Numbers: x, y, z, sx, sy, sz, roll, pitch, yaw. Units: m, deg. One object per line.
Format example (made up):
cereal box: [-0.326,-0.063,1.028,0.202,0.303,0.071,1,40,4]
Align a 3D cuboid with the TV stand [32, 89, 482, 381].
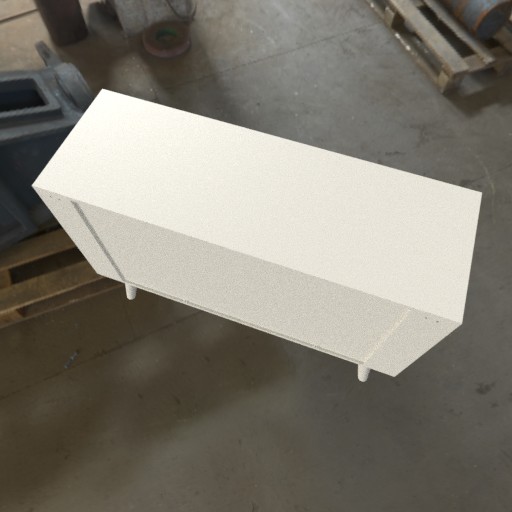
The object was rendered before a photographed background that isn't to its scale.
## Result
TV stand: [0.000,0.000,1.600,1.193,0.812,0.406,18,64,9]
